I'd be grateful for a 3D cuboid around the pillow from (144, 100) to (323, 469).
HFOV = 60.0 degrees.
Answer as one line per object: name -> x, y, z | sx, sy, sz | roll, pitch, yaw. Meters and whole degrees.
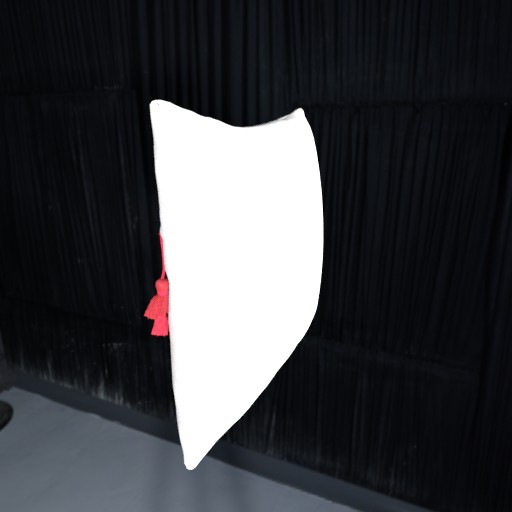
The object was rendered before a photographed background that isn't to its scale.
pillow -> 0.000, 0.000, 0.677 | 0.173, 0.436, 0.433 | 8, 19, 23
